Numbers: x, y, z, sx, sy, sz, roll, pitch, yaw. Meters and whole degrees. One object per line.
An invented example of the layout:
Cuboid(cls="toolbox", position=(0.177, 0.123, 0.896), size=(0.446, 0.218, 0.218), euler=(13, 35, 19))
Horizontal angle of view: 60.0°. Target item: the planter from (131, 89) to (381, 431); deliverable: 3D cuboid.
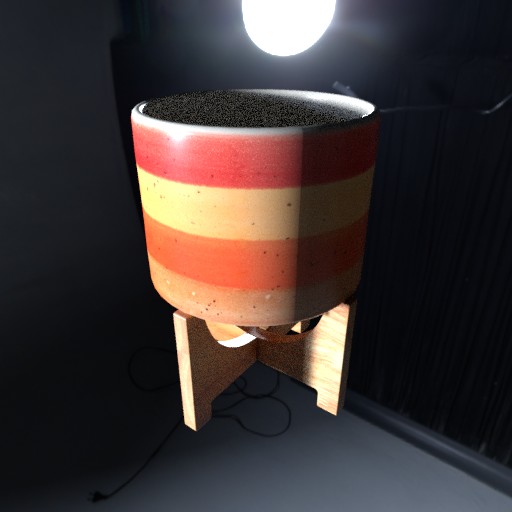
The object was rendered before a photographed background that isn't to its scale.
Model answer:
Cuboid(cls="planter", position=(0.000, 0.000, 0.409), size=(0.199, 0.268, 0.199), euler=(0, 28, 0))
